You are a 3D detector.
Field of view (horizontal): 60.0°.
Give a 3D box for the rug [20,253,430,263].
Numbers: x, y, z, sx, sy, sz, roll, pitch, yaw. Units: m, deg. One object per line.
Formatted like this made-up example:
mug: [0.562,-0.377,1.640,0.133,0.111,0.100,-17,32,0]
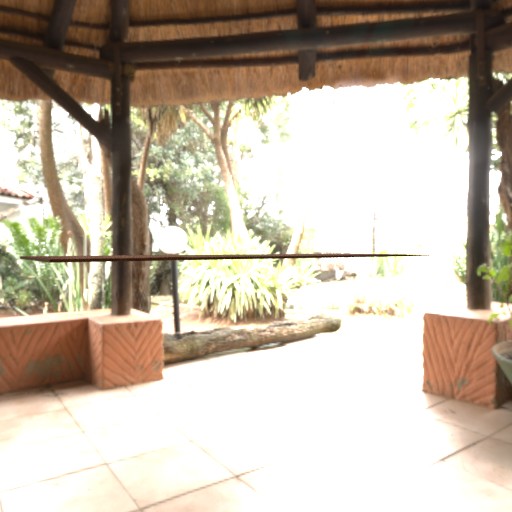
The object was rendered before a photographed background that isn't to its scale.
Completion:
rug: [0.000,0.000,2.677,2.439,0.017,0.764,-1,1,-36]
